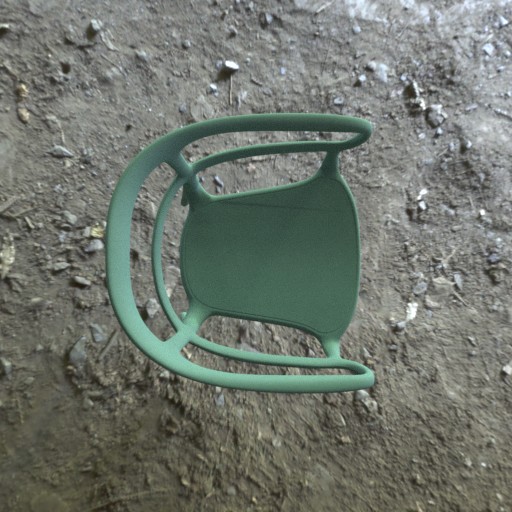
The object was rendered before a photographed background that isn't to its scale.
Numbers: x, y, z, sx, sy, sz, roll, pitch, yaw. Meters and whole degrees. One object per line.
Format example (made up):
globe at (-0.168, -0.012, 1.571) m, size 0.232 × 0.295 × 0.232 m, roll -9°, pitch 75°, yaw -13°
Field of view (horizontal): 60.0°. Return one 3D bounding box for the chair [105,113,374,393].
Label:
chair at (0.000, 0.000, 1.141) m, size 0.527 × 0.761 × 0.559 m, roll 0°, pitch 88°, yaw -1°
